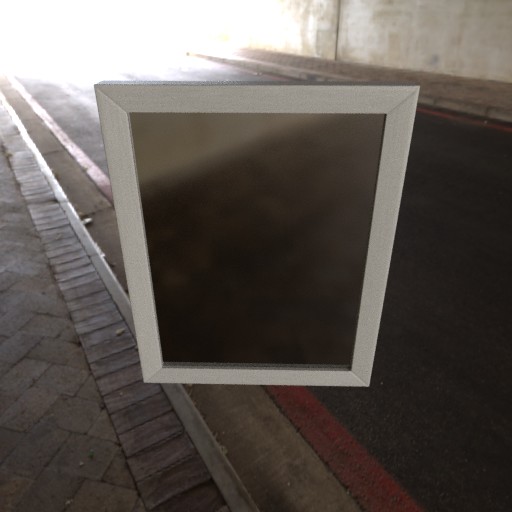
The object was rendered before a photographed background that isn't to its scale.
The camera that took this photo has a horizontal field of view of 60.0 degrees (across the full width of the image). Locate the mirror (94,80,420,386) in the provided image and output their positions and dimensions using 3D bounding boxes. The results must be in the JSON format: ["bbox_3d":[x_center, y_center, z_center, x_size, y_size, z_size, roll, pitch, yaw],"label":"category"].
[{"bbox_3d":[0.000,0.000,0.691,0.405,0.508,0.041,1,29,1],"label":"mirror"}]
